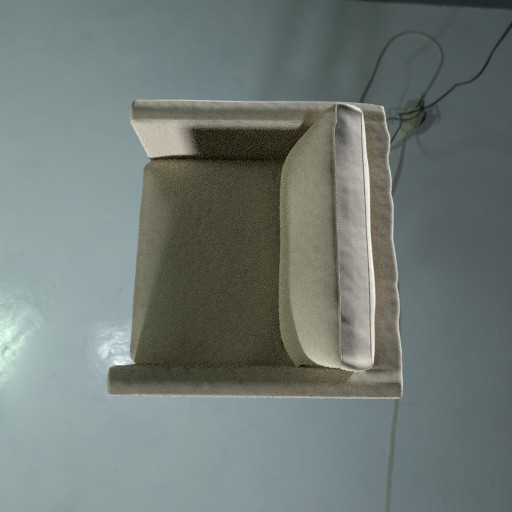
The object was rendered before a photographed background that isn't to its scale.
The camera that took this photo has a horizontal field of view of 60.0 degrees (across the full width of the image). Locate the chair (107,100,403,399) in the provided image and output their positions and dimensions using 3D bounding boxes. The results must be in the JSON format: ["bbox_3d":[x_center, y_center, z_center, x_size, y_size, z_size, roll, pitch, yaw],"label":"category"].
[{"bbox_3d":[0.000,0.000,1.735,0.949,0.867,1.057,1,77,0],"label":"chair"}]
